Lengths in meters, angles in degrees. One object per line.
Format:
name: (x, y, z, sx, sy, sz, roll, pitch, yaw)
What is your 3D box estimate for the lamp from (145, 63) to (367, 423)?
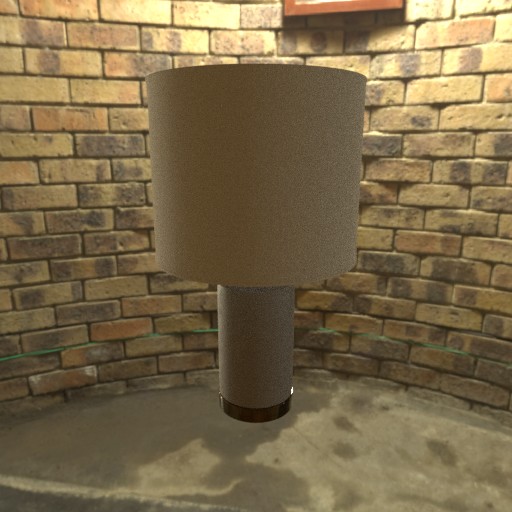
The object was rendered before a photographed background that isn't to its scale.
lamp: (0.000, 0.000, 0.516, 0.229, 0.380, 0.229, 0, 14, 0)
